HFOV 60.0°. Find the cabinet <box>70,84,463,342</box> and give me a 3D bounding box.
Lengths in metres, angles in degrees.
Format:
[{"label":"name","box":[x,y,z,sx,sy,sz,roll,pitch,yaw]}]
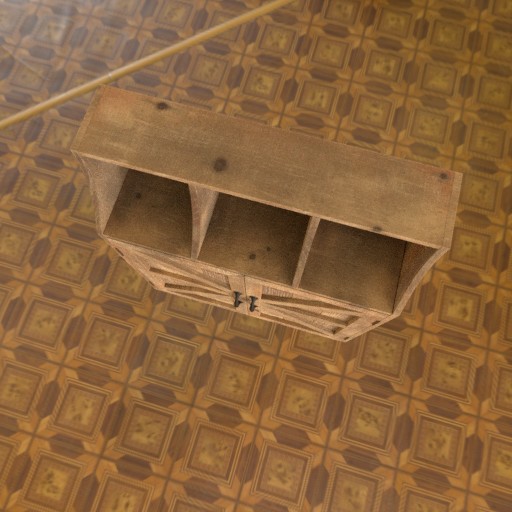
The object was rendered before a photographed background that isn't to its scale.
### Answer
[{"label":"cabinet","box":[0.000,0.000,0.834,0.489,0.590,0.184,15,74,4]}]
